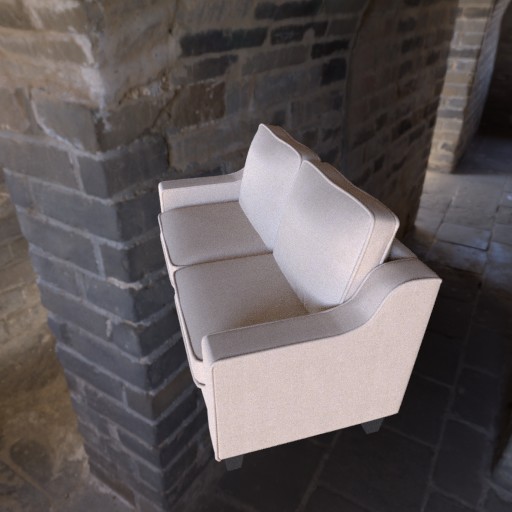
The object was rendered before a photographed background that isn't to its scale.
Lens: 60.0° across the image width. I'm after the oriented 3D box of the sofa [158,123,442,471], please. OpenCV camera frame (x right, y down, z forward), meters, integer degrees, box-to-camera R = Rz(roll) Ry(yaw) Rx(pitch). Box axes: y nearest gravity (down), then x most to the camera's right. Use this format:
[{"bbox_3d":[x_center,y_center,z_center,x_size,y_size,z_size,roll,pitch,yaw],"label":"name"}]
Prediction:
[{"bbox_3d":[0.000,0.000,3.507,1.351,1.562,2.587,-8,31,-14],"label":"sofa"}]
